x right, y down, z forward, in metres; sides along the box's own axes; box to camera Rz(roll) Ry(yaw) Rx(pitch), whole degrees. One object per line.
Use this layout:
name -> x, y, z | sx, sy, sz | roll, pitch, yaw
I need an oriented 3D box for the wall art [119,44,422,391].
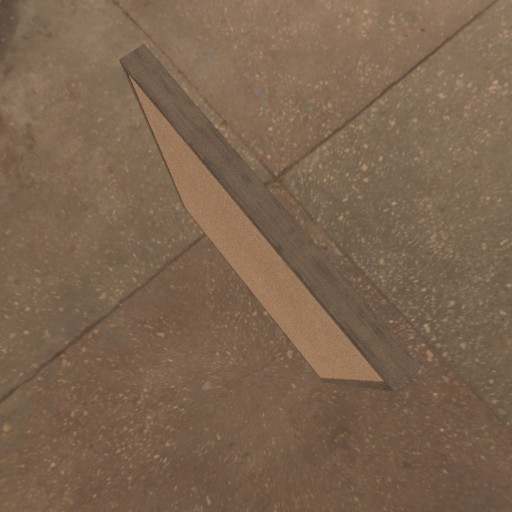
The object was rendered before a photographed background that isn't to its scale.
wall art -> 0.000, 0.000, 0.754 | 0.038, 0.508, 0.508 | -37, 78, -9
